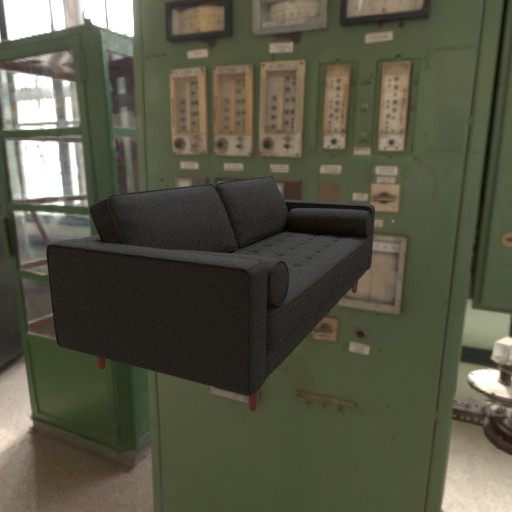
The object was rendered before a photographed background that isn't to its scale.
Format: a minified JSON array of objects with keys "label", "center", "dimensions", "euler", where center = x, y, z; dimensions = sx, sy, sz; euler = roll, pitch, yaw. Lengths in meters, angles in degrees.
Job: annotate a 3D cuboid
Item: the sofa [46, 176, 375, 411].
[{"label":"sofa","center":[0.000,0.000,2.368],"dimensions":[0.914,0.759,1.875],"euler":[6,15,25]}]
